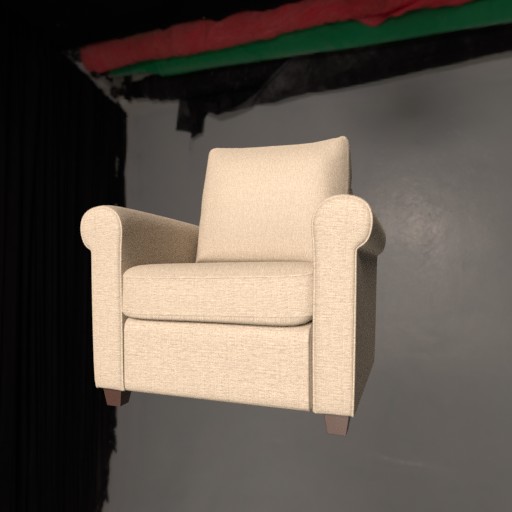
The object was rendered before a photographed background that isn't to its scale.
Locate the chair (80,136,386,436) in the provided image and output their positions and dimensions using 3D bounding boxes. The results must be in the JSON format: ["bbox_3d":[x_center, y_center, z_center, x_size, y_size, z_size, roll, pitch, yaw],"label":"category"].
[{"bbox_3d":[0.000,0.000,2.314,1.275,1.349,1.180,0,0,19],"label":"chair"}]
